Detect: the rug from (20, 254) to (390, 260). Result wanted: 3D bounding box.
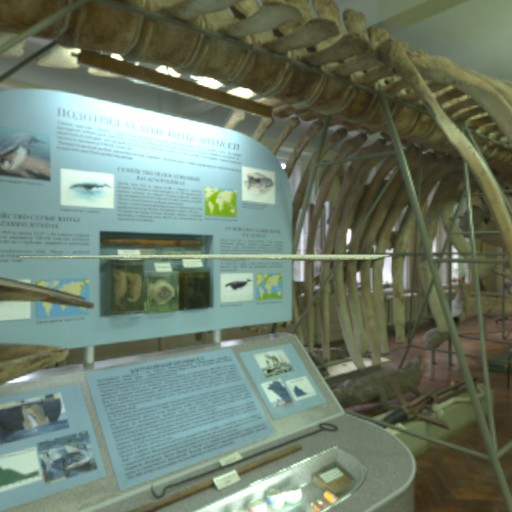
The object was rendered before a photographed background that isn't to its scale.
[{"bbox_3d":[0.000,0.000,4.364,2.438,0.013,3.353,0,0,18],"label":"rug"}]
